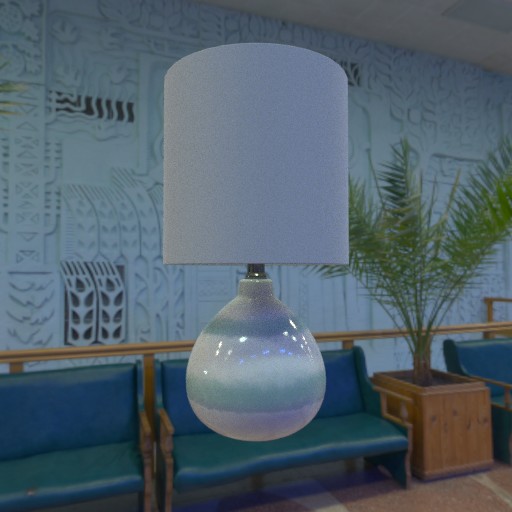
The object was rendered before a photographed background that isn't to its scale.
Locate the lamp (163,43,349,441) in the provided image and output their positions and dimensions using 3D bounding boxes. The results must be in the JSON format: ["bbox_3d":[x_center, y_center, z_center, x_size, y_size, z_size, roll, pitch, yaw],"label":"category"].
[{"bbox_3d":[0.000,0.000,0.528,0.217,0.404,0.217,1,-2,-19],"label":"lamp"}]
